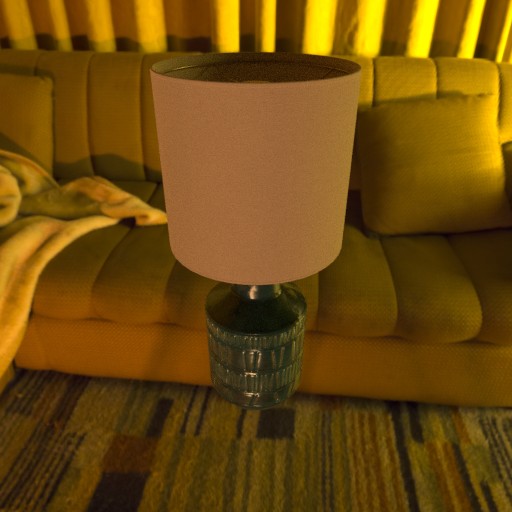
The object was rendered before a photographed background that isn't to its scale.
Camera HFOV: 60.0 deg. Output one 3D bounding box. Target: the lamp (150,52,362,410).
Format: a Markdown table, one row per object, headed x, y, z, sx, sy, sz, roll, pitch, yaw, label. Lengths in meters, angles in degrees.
| x | y | z | sx | sy | sz | roll | pitch | yaw | label |
| --- | --- | --- | --- | --- | --- | --- | --- | --- | --- |
| 0.000 | 0.000 | 0.568 | 0.211 | 0.455 | 0.211 | -8 | 32 | -13 | lamp |
